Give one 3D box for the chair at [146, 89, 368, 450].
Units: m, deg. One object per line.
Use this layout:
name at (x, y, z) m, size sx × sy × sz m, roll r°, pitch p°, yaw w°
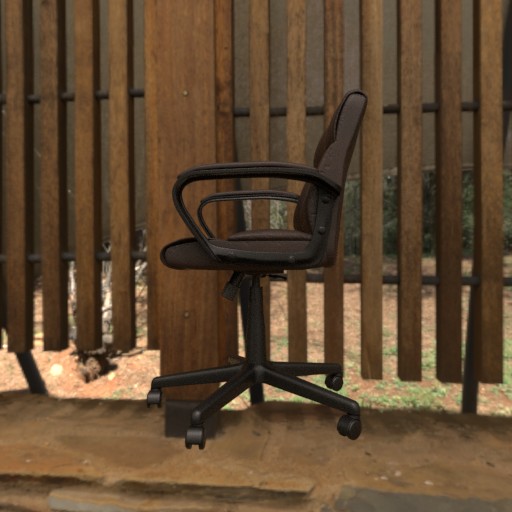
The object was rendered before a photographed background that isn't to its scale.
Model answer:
chair at (0.000, 0.000, 1.489) m, size 0.717 × 1.004 × 0.739 m, roll 0°, pitch 0°, yaw 0°
